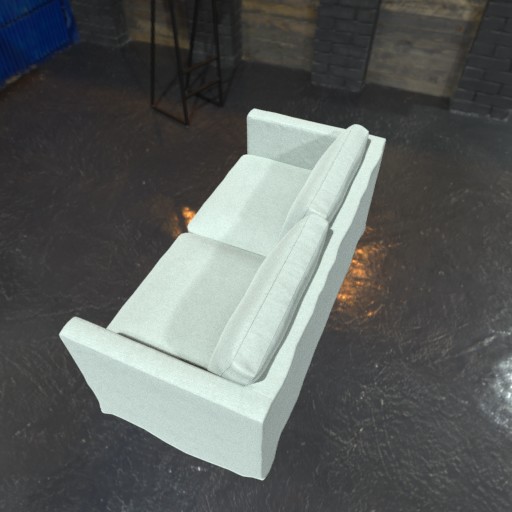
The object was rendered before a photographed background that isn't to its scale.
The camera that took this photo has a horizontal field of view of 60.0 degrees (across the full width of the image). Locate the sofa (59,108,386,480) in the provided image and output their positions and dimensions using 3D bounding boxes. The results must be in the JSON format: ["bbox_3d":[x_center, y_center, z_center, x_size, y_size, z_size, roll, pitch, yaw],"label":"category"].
[{"bbox_3d":[0.000,0.000,2.497,0.940,0.870,1.987,18,50,16],"label":"sofa"}]
